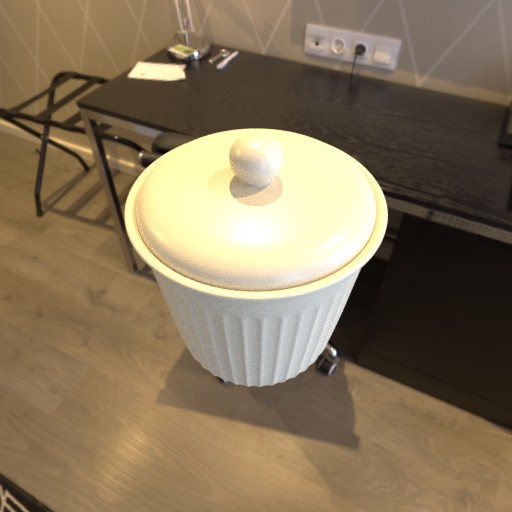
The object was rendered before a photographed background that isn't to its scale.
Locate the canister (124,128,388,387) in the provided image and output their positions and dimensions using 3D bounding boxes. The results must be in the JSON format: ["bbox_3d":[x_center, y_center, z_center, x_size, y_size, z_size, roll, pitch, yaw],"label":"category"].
[{"bbox_3d":[0.000,0.000,0.353,0.181,0.211,0.181,0,46,0],"label":"canister"}]
